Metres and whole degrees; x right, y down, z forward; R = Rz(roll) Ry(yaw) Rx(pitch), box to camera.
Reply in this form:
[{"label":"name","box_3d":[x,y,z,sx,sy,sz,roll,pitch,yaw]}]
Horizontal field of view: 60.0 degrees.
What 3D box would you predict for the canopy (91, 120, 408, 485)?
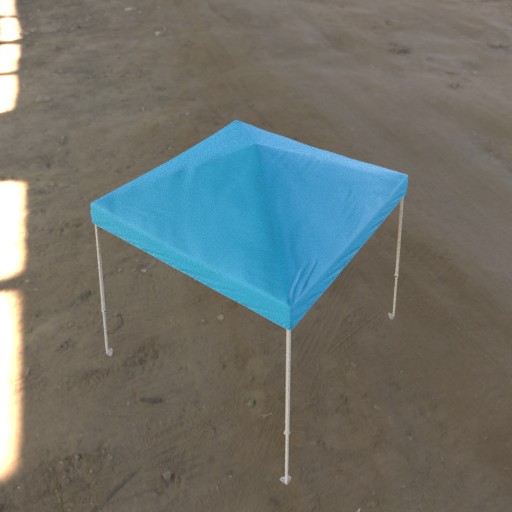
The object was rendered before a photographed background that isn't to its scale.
[{"label":"canopy","box_3d":[0.000,0.000,6.518,3.599,3.600,3.600,26,48,26]}]
